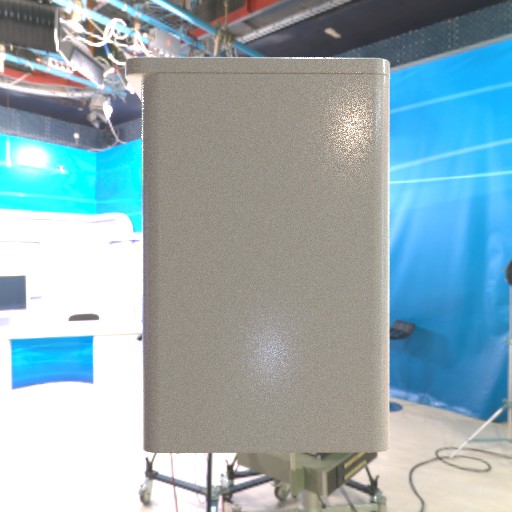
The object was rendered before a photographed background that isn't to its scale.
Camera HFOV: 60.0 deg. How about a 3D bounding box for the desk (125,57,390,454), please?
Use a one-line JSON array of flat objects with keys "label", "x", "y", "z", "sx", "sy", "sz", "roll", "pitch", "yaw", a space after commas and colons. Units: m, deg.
[{"label": "desk", "x": 0.000, "y": 0.000, "z": 1.271, "sx": 0.549, "sy": 0.800, "sz": 0.762, "roll": 0, "pitch": 0, "yaw": -1}]
